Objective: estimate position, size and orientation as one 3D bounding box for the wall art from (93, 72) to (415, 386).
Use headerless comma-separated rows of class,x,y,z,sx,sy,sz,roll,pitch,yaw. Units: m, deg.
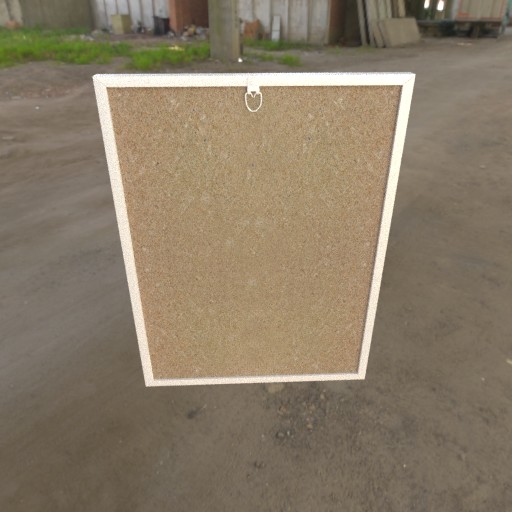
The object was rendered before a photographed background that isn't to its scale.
wall art,0.000,0.000,1.380,0.805,1.056,0.042,-1,30,-2
